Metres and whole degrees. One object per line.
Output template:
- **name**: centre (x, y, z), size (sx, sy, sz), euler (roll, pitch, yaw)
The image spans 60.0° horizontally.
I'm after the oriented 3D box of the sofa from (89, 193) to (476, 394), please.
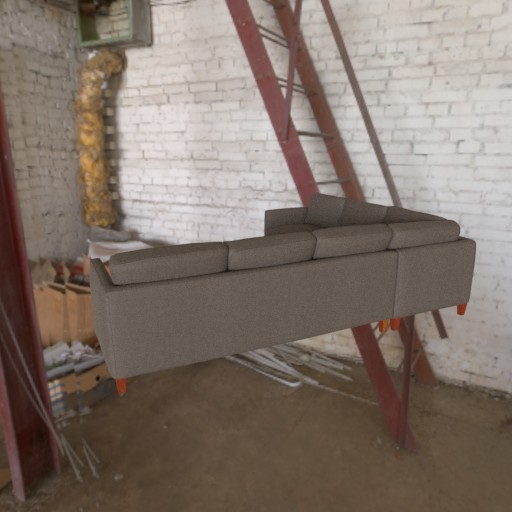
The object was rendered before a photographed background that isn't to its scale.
- **sofa**: centre (0.000, 0.000, 4.527), size (3.302, 0.947, 2.593), euler (-7, 16, -25)
